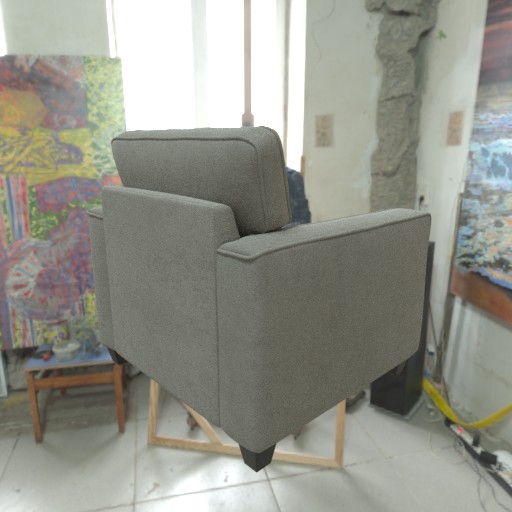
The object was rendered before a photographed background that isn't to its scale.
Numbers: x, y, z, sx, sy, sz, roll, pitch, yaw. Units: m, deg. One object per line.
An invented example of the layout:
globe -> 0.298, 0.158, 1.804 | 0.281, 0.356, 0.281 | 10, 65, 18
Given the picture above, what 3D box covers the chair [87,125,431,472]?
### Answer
chair -> 0.000, 0.000, 1.753 | 0.939, 0.965, 1.015 | -13, 20, -41
